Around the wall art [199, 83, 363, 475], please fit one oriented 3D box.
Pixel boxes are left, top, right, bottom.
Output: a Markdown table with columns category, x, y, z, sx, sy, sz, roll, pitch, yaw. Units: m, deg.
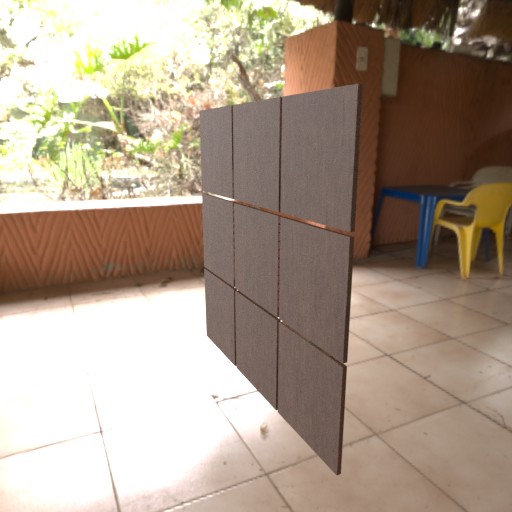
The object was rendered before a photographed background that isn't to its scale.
| category | x | y | z | sx | sy | sz | roll | pitch | yaw |
| --- | --- | --- | --- | --- | --- | --- | --- | --- | --- |
| wall art | 0.000 | 0.000 | 1.384 | 0.013 | 0.914 | 0.915 | -7 | 16 | -26 |
